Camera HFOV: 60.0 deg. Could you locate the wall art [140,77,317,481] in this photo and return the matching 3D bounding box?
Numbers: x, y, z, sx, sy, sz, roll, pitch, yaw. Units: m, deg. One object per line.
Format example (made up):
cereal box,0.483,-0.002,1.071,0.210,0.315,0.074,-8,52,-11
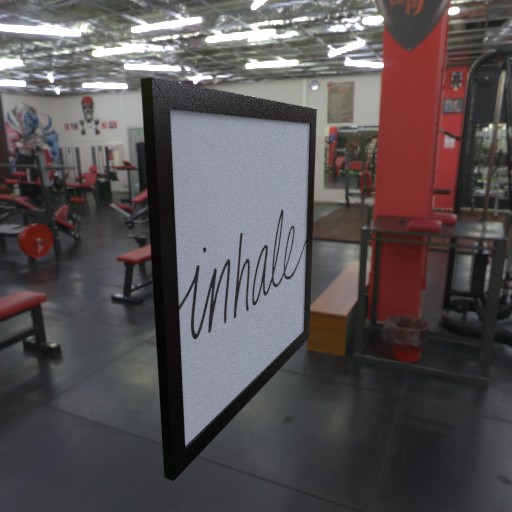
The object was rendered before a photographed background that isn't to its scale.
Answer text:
wall art,0.000,0.000,0.660,0.014,0.445,0.446,7,16,27
